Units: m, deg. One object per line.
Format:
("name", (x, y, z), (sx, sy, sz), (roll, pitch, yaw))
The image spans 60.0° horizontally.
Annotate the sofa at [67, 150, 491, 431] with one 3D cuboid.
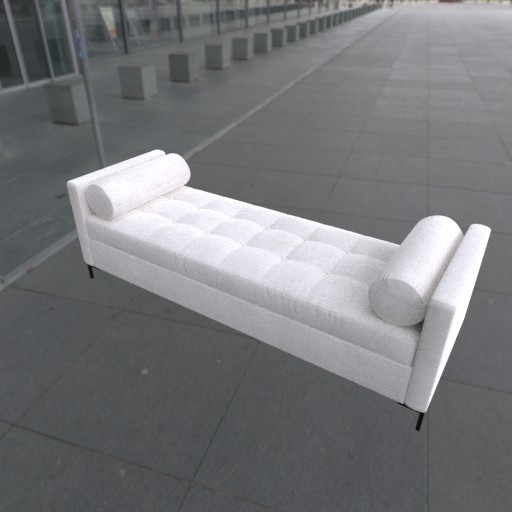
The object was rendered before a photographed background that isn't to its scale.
("sofa", (0.000, 0.000, 2.278), (1.981, 0.635, 0.686), (19, 36, 28))
